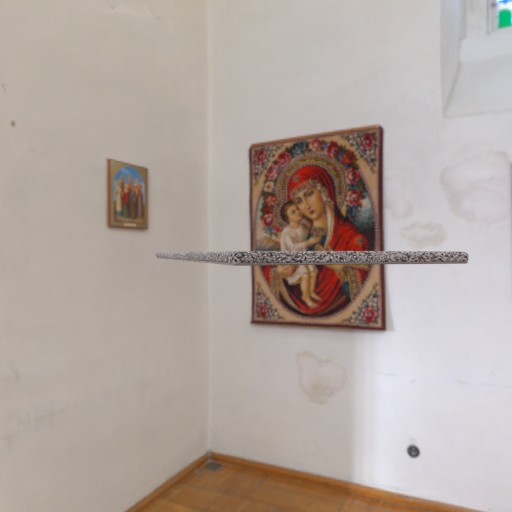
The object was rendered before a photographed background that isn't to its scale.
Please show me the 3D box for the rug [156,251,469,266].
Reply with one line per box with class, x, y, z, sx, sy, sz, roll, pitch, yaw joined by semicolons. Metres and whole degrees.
rug;0.000;0.000;1.717;0.609;0.030;1.524;0;0;-18
